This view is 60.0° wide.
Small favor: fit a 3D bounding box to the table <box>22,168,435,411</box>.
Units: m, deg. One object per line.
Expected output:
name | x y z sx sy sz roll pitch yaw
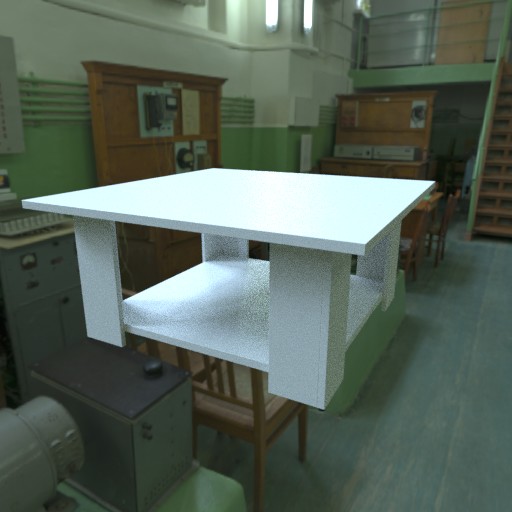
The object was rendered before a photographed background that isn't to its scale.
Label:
table | 0.000 0.000 1.034 0.670 0.305 0.670 9 19 27
